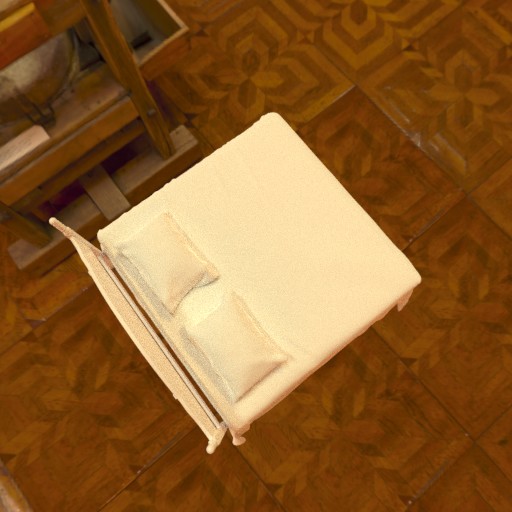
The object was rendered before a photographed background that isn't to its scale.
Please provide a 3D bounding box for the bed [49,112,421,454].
[{"bbox_3d":[0.000,0.000,3.696,2.219,1.355,2.322,-37,79,-9],"label":"bed"}]
